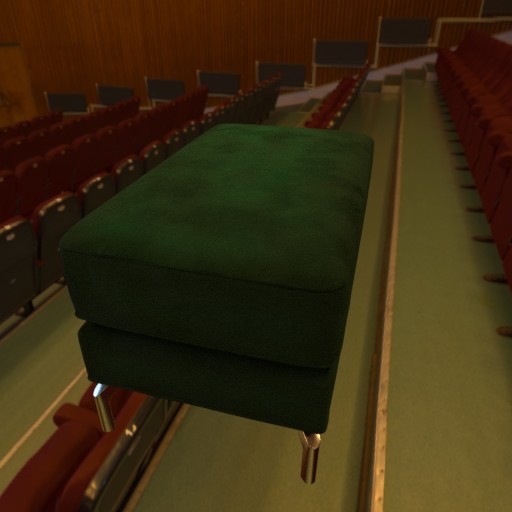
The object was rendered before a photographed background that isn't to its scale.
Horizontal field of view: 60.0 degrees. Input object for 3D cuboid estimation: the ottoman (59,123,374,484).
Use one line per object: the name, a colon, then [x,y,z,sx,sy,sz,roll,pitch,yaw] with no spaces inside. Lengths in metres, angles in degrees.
ottoman: [0.000,0.000,1.200,0.536,0.533,0.886,8,32,14]
